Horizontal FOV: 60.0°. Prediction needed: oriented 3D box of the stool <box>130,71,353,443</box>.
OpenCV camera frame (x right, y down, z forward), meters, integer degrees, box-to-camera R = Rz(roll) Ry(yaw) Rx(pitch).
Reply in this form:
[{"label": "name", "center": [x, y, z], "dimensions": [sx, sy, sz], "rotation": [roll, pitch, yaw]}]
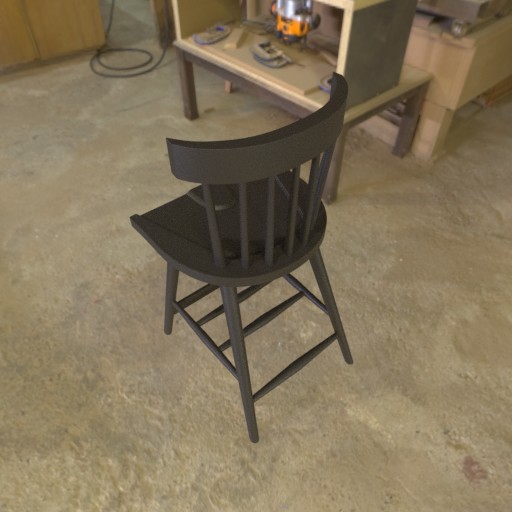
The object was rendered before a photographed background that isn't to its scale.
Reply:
[{"label": "stool", "center": [0.000, 0.000, 1.279], "dimensions": [0.494, 0.953, 0.549], "rotation": [-31, 54, -26]}]
